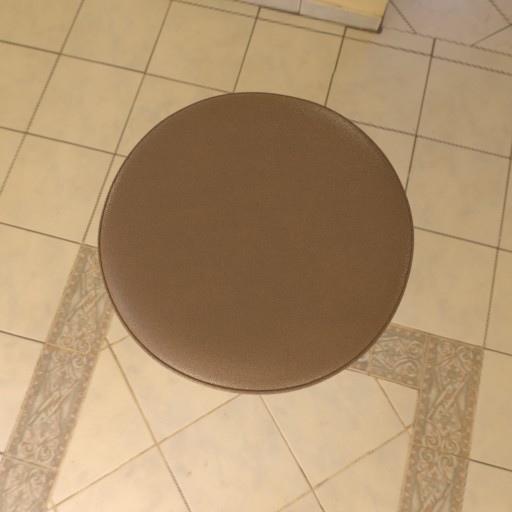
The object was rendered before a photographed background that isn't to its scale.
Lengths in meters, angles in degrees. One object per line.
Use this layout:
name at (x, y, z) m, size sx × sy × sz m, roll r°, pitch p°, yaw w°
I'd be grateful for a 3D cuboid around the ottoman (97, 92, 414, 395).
ottoman at (0.000, 0.000, 0.858) m, size 0.500 × 0.409 × 0.500 m, roll 0°, pitch 76°, yaw 0°
